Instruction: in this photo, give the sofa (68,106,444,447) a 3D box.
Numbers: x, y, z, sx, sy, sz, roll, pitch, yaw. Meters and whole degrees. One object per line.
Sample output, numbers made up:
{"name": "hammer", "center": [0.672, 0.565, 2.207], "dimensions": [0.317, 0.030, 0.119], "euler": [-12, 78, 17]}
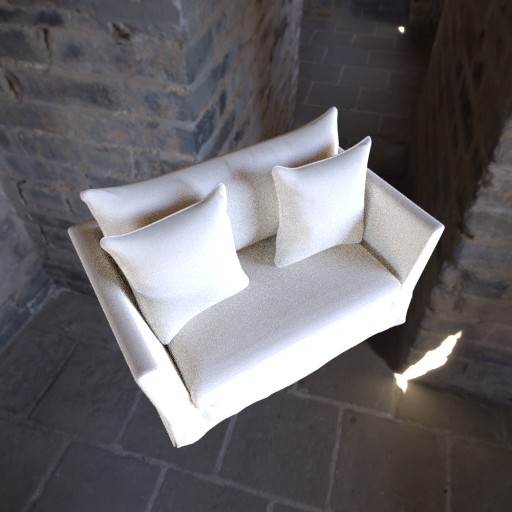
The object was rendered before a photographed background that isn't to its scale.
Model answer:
{"name": "sofa", "center": [0.000, 0.000, 2.338], "dimensions": [1.608, 1.039, 1.026], "euler": [-24, 51, -21]}
